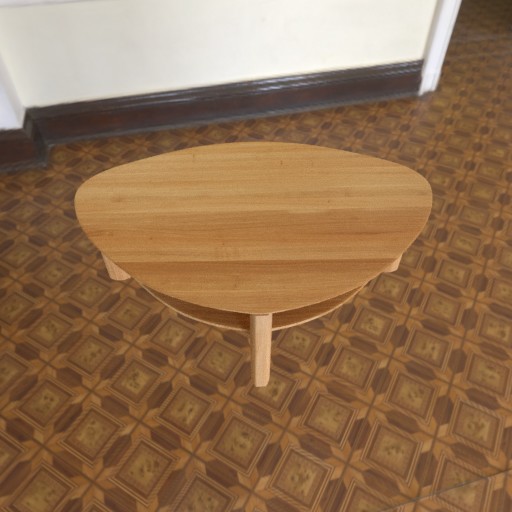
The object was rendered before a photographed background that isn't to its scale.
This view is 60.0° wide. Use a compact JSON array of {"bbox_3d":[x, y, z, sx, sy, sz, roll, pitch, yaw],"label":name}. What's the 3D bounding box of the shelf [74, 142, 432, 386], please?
[{"bbox_3d":[0.000,0.000,1.637,1.246,0.440,0.845,-2,46,-2],"label":"shelf"}]
